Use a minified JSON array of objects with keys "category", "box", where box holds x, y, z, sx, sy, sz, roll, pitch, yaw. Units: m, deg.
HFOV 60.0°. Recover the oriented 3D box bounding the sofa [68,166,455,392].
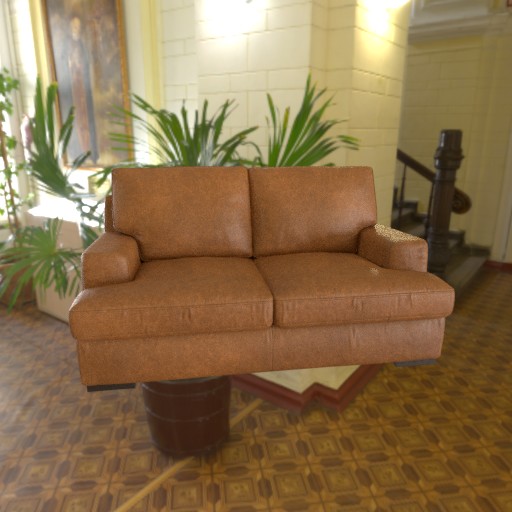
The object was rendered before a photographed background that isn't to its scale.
[{"category":"sofa","box":[0.000,0.000,2.548,1.880,0.966,1.144,-2,16,-8]}]
